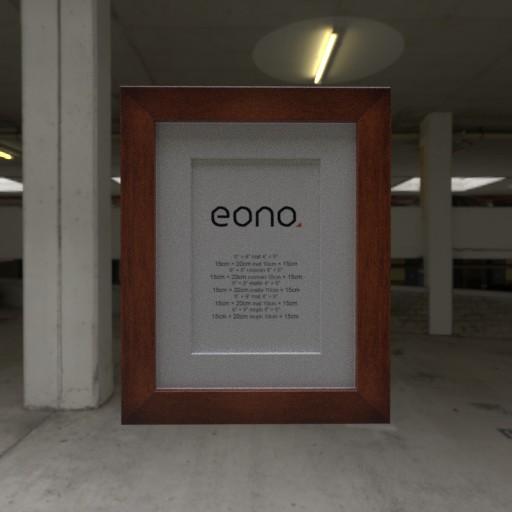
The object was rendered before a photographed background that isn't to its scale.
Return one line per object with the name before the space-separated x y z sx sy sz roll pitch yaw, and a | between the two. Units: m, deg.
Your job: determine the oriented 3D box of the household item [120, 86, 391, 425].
household item | 0.000 0.000 0.338 0.200 0.250 0.020 0 1 -1
